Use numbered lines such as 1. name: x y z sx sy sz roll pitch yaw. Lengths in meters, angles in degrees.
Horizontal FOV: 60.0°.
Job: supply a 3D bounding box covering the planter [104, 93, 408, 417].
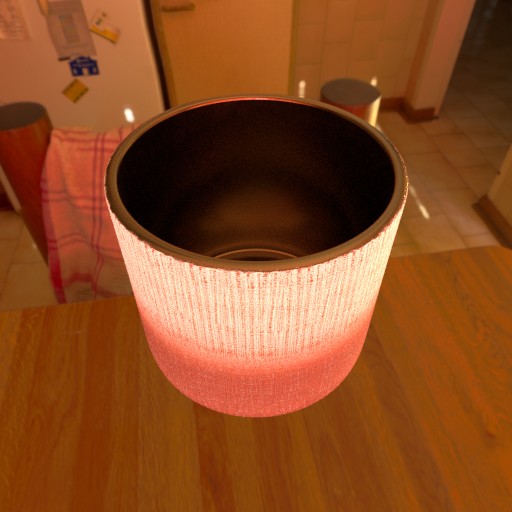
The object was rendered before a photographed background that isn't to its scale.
1. planter: 0.000 0.000 0.395 0.221 0.201 0.221 0 46 0
